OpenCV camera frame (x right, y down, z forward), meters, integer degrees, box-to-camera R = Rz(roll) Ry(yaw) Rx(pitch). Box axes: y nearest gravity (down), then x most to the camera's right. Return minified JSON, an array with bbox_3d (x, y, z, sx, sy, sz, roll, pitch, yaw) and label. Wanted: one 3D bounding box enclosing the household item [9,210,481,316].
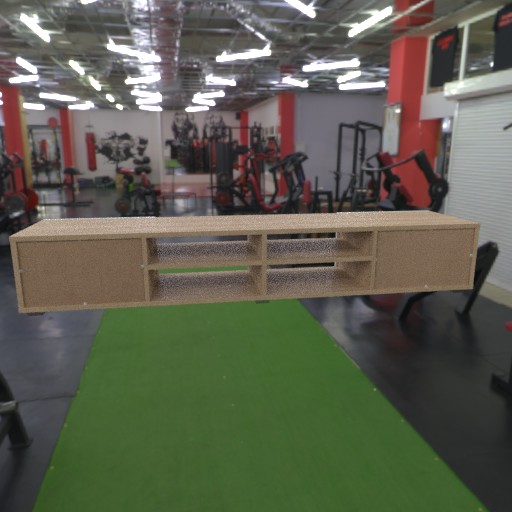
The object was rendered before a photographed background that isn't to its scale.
[{"bbox_3d":[0.000,0.000,1.960,1.850,0.310,0.420,-2,14,-9],"label":"household item"}]
